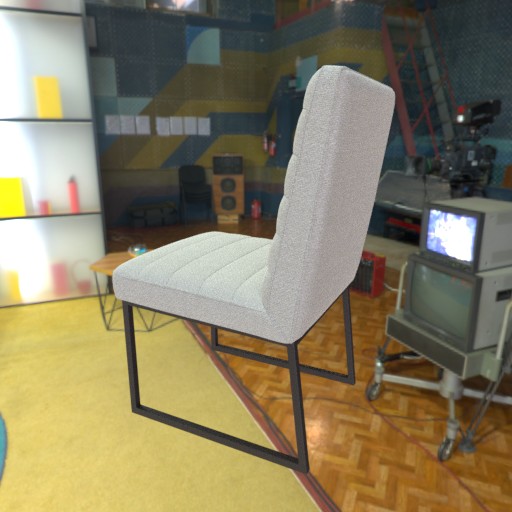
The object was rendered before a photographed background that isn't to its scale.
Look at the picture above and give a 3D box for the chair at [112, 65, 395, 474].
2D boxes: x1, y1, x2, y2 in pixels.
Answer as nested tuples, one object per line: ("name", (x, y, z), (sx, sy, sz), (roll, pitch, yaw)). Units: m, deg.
("chair", (0.000, 0.000, 1.266), (0.634, 0.930, 0.520), (8, 17, 26))
